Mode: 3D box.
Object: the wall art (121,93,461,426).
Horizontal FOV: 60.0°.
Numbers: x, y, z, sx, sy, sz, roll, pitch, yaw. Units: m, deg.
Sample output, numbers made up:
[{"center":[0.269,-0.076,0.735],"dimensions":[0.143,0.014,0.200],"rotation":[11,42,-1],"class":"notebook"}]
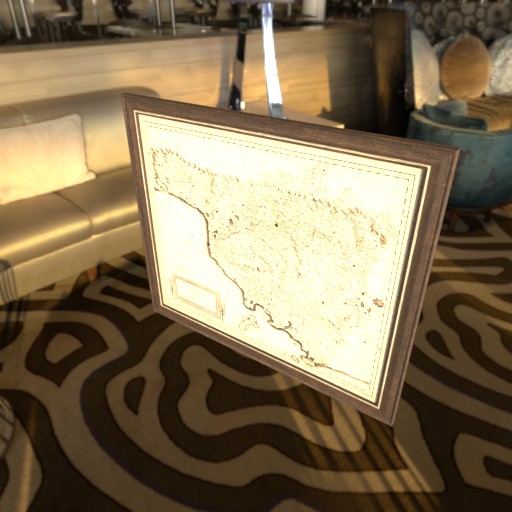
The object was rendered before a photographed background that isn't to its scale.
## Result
[{"center":[0.000,0.000,1.406],"dimensions":[1.033,0.875,0.023],"rotation":[19,36,29],"class":"wall art"}]
